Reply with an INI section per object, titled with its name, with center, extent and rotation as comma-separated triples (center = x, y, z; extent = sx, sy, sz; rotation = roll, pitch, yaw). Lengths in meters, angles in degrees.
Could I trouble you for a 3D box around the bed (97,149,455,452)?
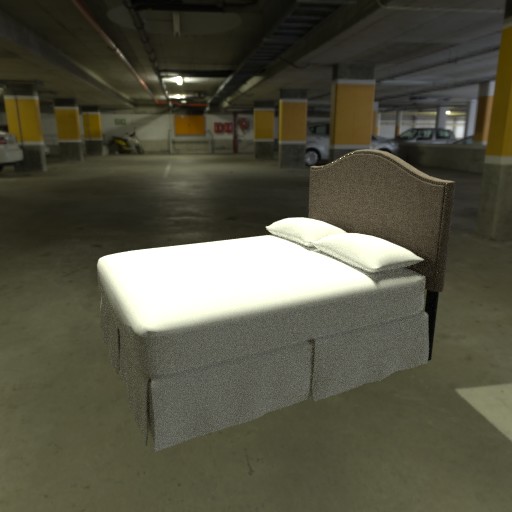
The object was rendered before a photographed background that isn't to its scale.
[bed]
center = 0.000, 0.000, 3.310
extent = 2.153, 1.518, 1.713
rotation = -8, 17, -26
